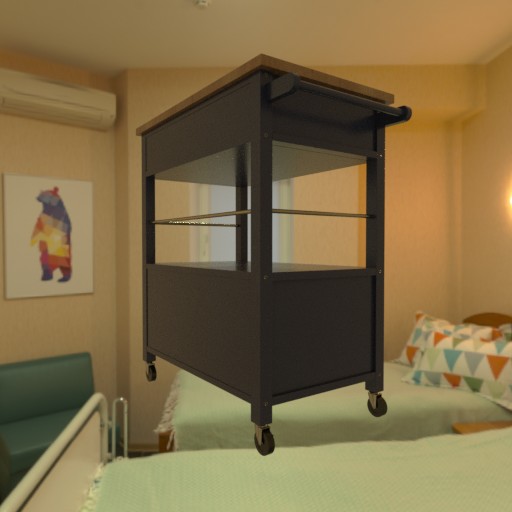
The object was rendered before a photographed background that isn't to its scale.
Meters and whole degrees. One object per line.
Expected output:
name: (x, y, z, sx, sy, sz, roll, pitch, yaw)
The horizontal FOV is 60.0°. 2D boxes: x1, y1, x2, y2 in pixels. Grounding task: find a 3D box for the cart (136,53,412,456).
cart: (0.000, 0.000, 1.386, 0.459, 0.901, 0.840, -1, 2, -35)
